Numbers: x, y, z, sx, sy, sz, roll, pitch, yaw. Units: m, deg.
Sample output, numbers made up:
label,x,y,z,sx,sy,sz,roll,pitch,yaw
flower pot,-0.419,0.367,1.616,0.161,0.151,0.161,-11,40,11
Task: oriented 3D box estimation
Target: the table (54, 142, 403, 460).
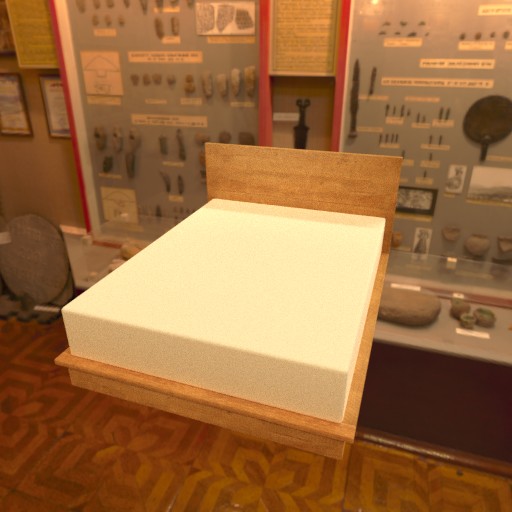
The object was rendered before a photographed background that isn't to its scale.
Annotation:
label,x,y,z,sx,sy,sz,roll,pitch,yaw
table,0.000,0.000,3.072,1.707,1.041,2.149,9,27,17
